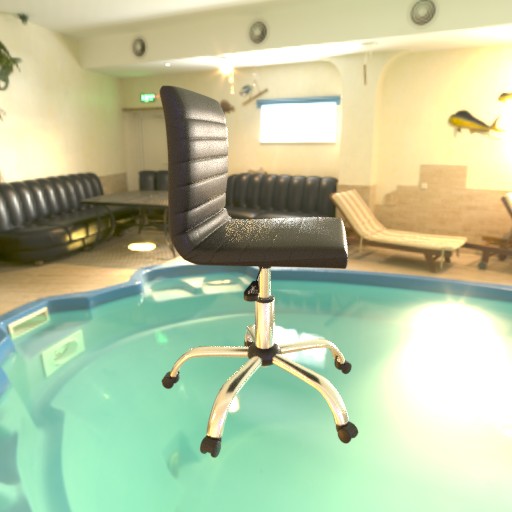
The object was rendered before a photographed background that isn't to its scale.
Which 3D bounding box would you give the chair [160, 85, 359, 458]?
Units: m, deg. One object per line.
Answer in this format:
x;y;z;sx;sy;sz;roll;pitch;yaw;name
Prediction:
0.000;0.000;1.118;0.530;0.780;0.556;2;15;9;chair
